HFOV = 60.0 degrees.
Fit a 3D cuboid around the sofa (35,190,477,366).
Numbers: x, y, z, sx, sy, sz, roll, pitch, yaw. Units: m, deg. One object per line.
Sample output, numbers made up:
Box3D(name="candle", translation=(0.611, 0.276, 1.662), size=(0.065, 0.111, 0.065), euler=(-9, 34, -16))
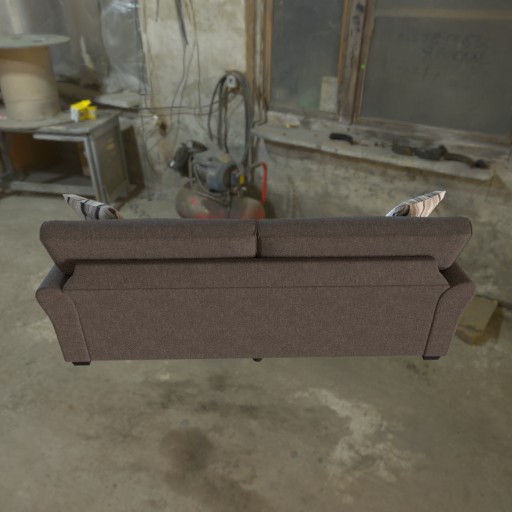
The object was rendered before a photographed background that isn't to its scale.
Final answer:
Box3D(name="sofa", translation=(0.000, 0.000, 2.442), size=(2.032, 0.813, 0.889), euler=(-1, 31, -1))
